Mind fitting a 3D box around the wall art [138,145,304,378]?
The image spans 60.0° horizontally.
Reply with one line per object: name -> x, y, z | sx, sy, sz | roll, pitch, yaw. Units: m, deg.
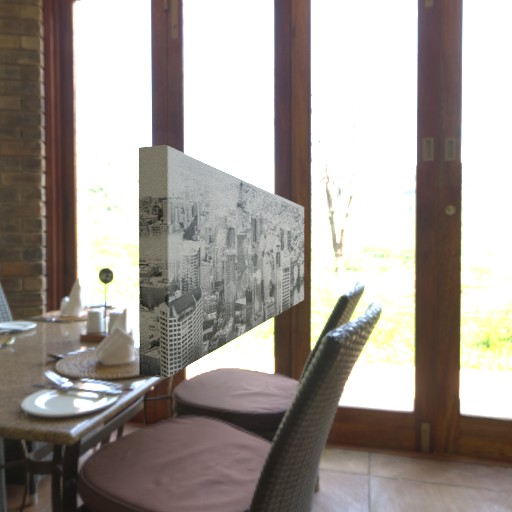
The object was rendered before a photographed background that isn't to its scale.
wall art -> 0.000, 0.000, 0.853 | 0.038, 0.255, 0.763 | 0, 1, 17
